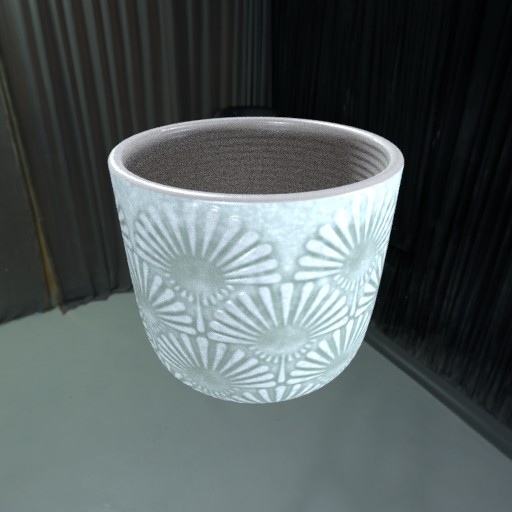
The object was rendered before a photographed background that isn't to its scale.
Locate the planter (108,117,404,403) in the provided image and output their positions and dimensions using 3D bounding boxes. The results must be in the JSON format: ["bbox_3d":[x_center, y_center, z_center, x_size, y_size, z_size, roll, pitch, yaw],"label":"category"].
[{"bbox_3d":[0.000,0.000,0.219,0.124,0.109,0.124,0,29,0],"label":"planter"}]
